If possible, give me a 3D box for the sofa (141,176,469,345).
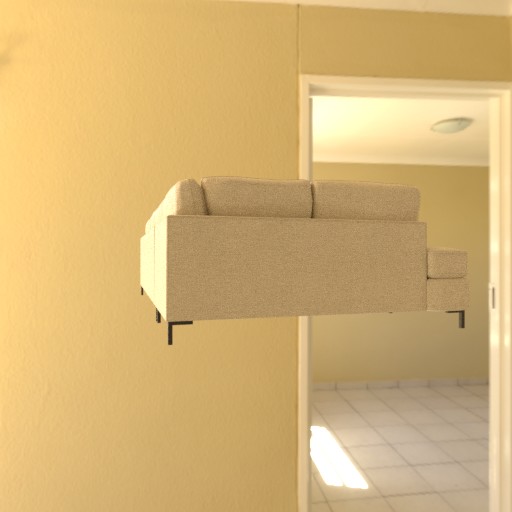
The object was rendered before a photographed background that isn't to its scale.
[{"bbox_3d":[0.000,0.000,4.334,2.048,0.996,3.384,0,0,-17],"label":"sofa"}]
